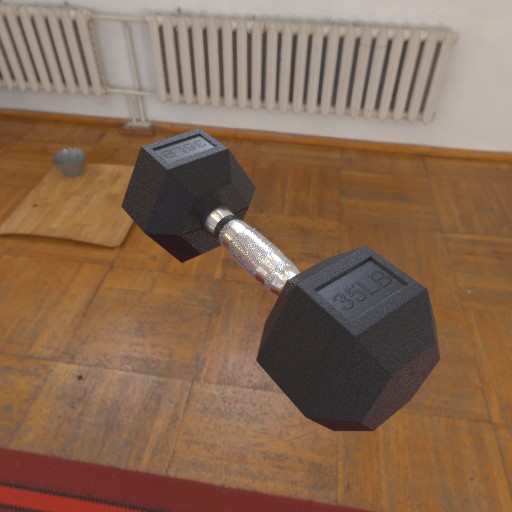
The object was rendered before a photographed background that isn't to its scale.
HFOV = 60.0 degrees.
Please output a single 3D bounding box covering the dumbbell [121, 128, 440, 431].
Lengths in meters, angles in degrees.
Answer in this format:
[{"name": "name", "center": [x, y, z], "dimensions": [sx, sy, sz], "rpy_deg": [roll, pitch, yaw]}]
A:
[{"name": "dumbbell", "center": [0.000, 0.000, 0.425], "dimensions": [0.141, 0.123, 0.356], "rpy_deg": [-26, 48, -26]}]
